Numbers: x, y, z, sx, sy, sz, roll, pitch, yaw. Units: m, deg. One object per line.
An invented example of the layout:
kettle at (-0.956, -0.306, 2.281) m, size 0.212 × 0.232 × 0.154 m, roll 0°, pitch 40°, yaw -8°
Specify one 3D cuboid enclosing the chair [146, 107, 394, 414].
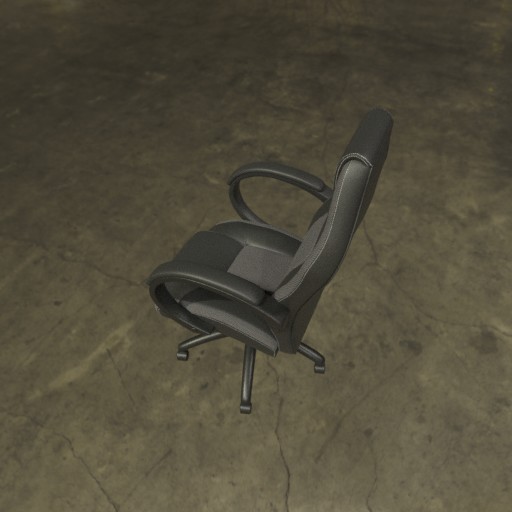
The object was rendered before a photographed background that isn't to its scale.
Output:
chair at (0.000, 0.000, 1.636) m, size 0.724 × 1.187 × 0.673 m, roll 17°, pitch 48°, yaw 16°
